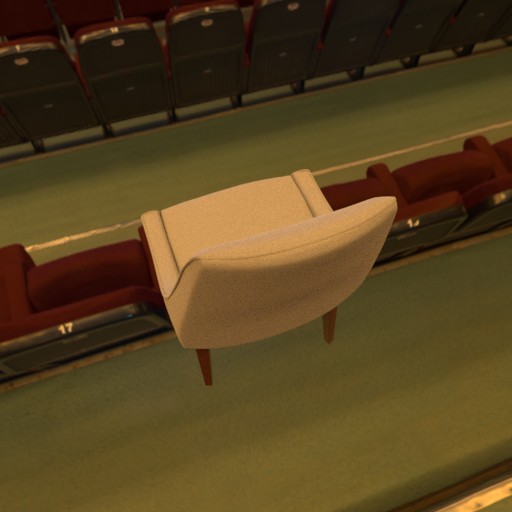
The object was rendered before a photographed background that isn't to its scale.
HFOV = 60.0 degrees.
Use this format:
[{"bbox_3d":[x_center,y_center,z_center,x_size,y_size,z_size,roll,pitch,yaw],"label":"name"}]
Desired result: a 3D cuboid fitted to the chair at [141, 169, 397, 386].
[{"bbox_3d":[0.000,0.000,1.188,0.529,0.861,0.544,-17,60,-10],"label":"chair"}]
